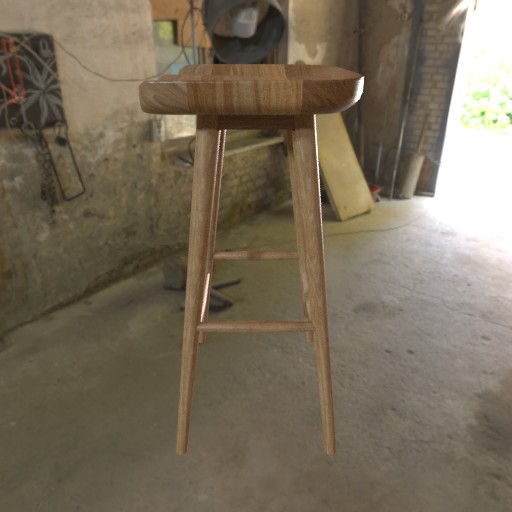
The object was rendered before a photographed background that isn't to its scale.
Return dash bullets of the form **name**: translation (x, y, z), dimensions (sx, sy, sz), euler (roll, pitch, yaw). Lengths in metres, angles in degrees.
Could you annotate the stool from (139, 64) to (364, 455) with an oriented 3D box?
- **stool**: translation (0.000, 0.000, 0.902), dimensions (0.322, 0.698, 0.407), euler (0, 26, 0)
